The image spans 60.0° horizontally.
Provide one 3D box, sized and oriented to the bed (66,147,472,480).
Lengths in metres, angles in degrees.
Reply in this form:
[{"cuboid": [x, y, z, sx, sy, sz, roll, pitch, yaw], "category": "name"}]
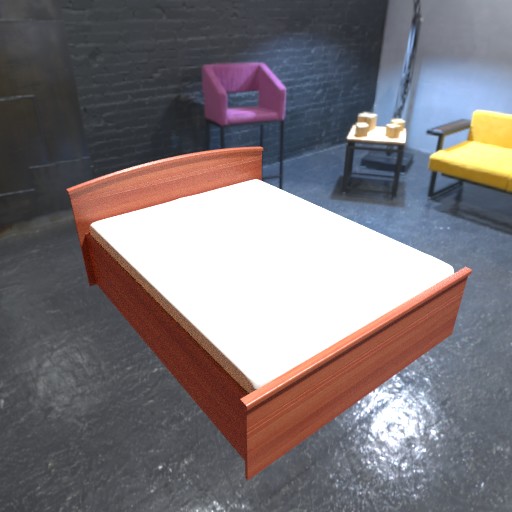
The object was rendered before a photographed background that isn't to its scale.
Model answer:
[{"cuboid": [0.000, 0.000, 2.942, 1.683, 0.848, 2.053, -21, 36, -32], "category": "bed"}]
